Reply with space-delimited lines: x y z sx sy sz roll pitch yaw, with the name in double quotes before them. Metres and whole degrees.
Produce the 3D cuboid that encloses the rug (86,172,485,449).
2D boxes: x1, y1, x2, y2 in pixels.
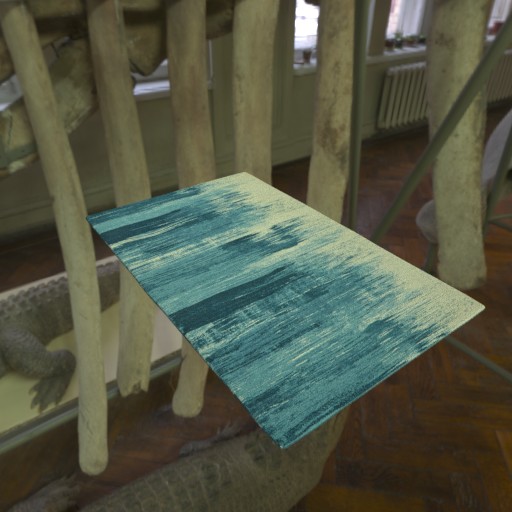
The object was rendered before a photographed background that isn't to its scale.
"rug" 0.000 0.000 3.002 1.540 0.027 2.450 -22 39 -29
